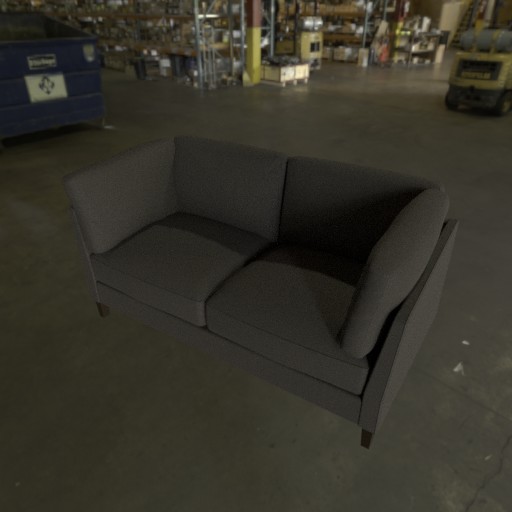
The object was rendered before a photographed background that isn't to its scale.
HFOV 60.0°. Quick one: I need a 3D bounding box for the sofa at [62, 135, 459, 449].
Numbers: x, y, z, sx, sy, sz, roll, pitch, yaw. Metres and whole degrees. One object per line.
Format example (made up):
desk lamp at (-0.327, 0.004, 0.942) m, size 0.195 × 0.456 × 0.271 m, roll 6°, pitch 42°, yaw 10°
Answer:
sofa at (0.000, 0.000, 2.287) m, size 1.751 × 0.920 × 0.969 m, roll 18°, pitch 34°, yaw 29°
